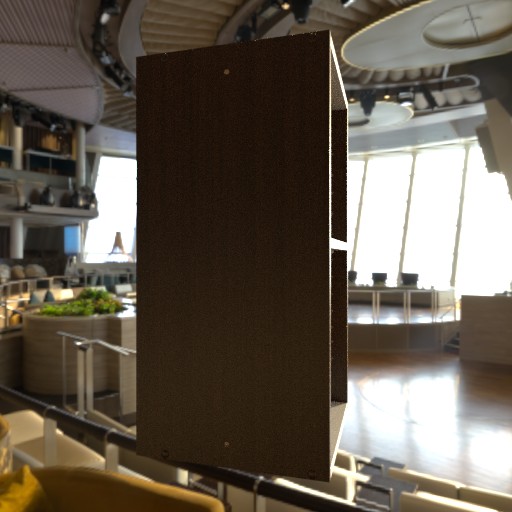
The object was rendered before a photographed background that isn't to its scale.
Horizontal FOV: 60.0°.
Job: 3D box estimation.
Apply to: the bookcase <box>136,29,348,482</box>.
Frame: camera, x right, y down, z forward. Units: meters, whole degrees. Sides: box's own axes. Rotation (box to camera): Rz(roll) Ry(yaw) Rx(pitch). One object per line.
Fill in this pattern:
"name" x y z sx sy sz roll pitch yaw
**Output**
"bookcase" 0.000 0.000 0.770 0.290 0.600 0.300 0 0 16
